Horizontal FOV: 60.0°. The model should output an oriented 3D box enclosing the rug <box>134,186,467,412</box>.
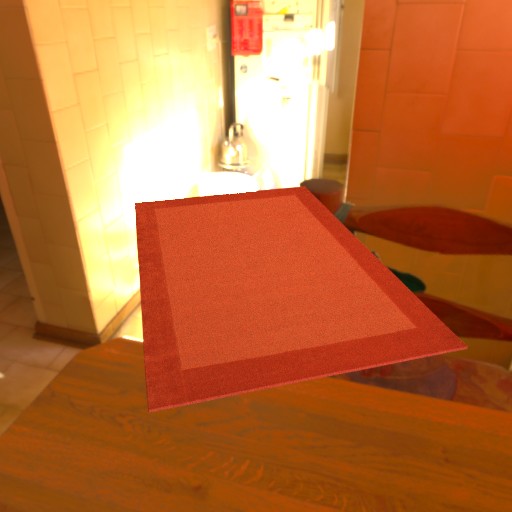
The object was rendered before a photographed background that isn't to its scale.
[{"bbox_3d":[0.000,0.000,2.357,1.219,0.014,1.829,-7,30,-13],"label":"rug"}]
